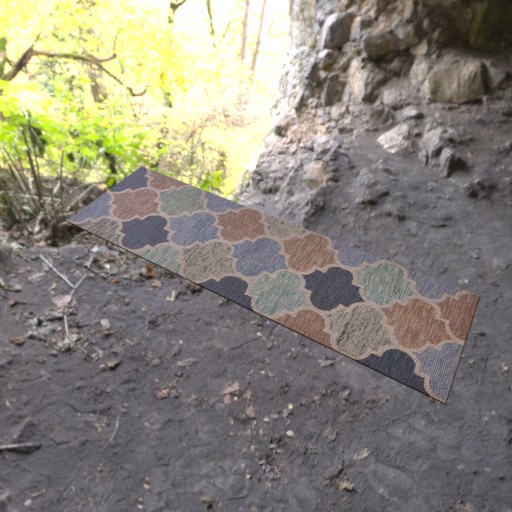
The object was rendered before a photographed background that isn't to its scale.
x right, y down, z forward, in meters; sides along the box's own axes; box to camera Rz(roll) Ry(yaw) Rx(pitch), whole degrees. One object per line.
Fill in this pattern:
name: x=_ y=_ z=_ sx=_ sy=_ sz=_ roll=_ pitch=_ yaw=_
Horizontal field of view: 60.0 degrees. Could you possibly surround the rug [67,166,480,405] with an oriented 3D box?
rug: x=0.000 y=0.000 z=2.493 sx=2.287 sy=0.011 sz=0.687 roll=23 pitch=50 yaw=21
